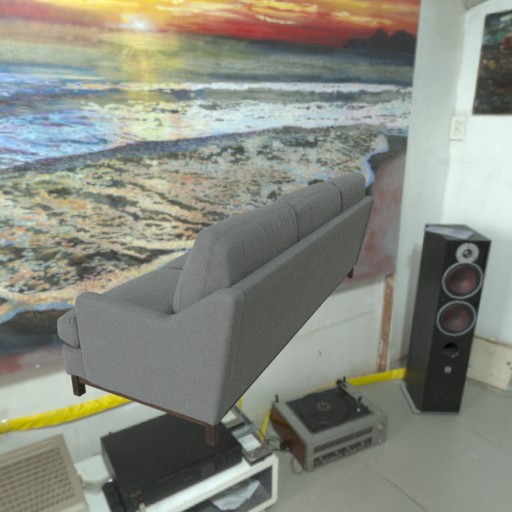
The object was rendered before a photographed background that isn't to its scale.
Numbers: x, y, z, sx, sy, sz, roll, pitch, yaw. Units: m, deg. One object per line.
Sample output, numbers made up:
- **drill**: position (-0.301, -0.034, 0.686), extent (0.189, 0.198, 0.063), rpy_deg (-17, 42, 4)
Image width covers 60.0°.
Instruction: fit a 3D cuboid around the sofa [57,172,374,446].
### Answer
- **sofa**: position (0.000, 0.000, 2.847), extent (0.987, 0.926, 2.344), rpy_deg (8, 19, 25)
